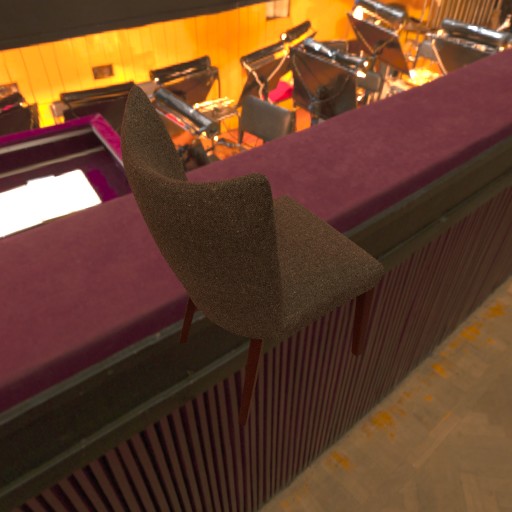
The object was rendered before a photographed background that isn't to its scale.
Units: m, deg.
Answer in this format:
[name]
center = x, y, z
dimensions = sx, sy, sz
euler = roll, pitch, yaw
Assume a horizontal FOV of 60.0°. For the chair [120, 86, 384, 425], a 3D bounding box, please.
[chair]
center = 0.000, 0.000, 1.304
dimensions = 0.623, 0.924, 0.535
euler = -26, 48, -26
